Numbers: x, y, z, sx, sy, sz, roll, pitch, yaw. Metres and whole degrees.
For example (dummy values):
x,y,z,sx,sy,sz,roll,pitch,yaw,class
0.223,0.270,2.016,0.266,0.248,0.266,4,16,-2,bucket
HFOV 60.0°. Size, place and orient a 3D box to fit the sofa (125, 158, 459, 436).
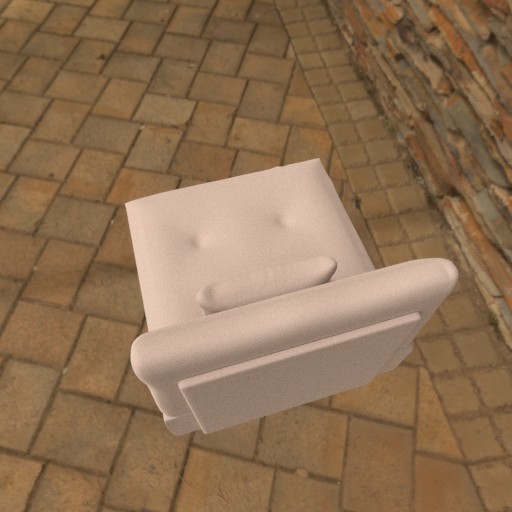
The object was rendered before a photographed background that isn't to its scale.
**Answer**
x,y,z,sx,sy,sz,roll,pitch,yaw,class
0.000,0.000,1.696,0.935,0.828,1.000,-14,59,-9,sofa
